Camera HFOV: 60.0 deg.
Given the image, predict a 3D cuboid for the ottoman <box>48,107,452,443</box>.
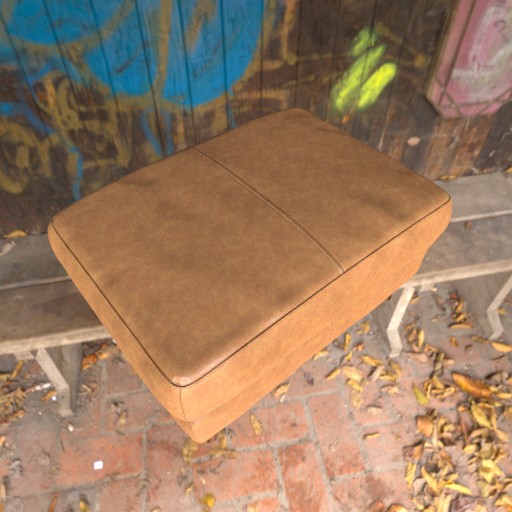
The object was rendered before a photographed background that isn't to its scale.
[{"bbox_3d":[0.000,0.000,1.212,0.869,0.461,0.630,-32,55,-25],"label":"ottoman"}]
